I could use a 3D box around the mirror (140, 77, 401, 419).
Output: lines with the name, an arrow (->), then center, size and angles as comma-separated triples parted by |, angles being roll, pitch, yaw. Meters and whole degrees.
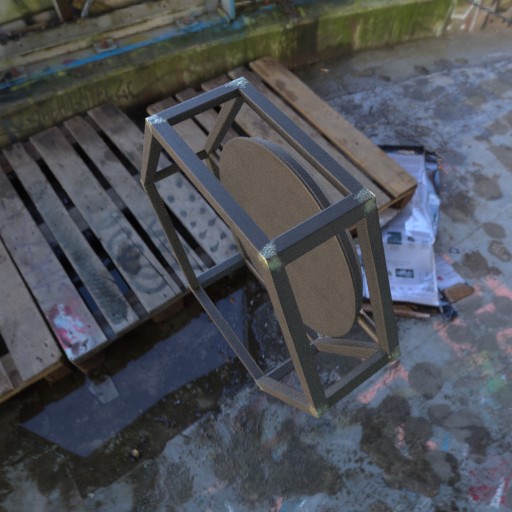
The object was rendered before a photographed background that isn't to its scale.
mirror -> 0.000, 0.000, 0.535 | 0.119, 0.334, 0.380 | -30, 62, -18
